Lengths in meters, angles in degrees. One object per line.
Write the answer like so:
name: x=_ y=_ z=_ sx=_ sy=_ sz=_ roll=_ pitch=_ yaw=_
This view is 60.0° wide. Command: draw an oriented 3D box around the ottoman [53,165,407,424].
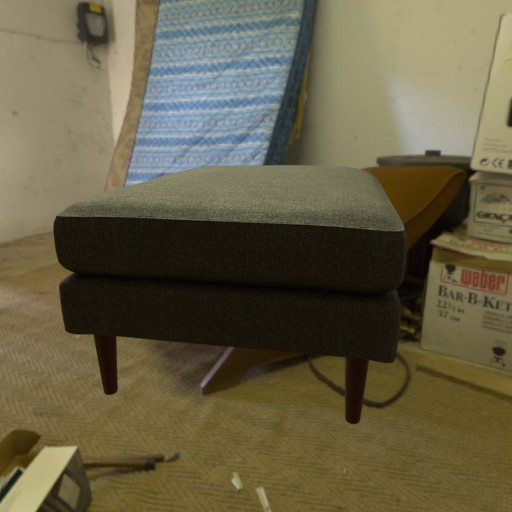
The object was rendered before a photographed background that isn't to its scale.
ottoman: x=0.000 y=0.000 z=1.242 sx=0.693 sy=0.474 sz=0.821 roll=3 pitch=17 yaw=10
